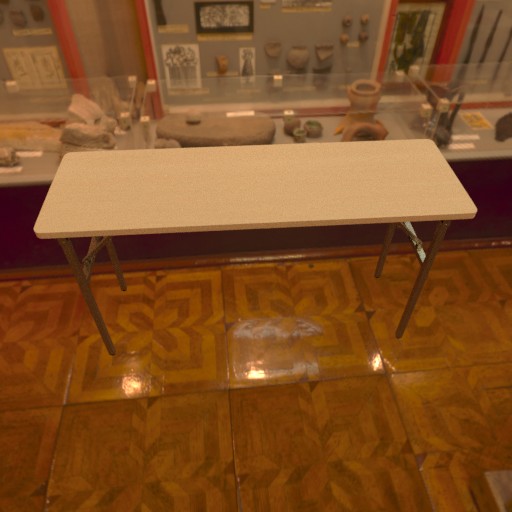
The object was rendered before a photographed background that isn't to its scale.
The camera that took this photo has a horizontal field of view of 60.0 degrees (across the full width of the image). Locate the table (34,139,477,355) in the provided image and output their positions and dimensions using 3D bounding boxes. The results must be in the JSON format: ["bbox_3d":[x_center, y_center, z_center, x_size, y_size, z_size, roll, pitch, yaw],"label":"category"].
[{"bbox_3d":[0.000,0.000,1.797,1.397,0.750,0.446,-3,46,-3],"label":"table"}]
